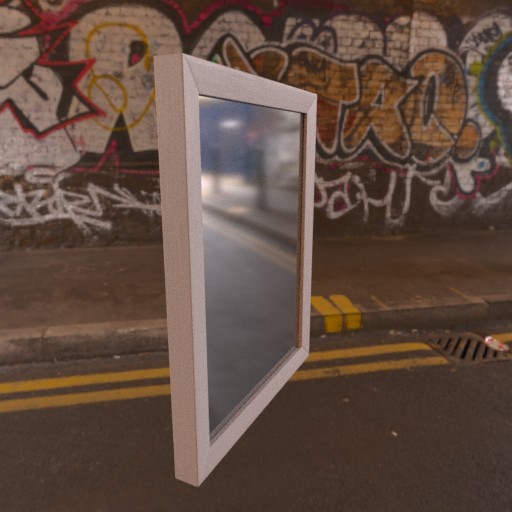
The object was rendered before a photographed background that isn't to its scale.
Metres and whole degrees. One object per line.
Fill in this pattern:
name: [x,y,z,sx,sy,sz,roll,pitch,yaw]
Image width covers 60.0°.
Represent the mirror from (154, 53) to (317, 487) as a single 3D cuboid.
mirror: [0.000,0.000,0.683,0.041,0.508,0.405,7,16,26]
